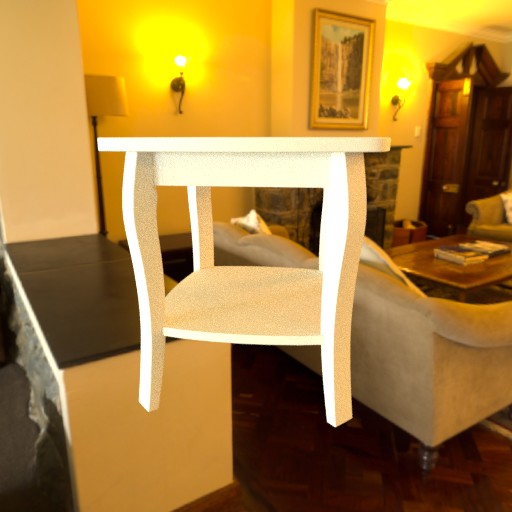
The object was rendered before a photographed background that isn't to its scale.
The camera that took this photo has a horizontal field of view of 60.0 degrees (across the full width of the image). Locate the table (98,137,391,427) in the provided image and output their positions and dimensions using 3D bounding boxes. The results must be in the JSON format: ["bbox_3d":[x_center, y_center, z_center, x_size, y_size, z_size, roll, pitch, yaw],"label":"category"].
[{"bbox_3d":[0.000,0.000,0.851,0.451,0.438,0.502,2,15,7],"label":"table"}]
